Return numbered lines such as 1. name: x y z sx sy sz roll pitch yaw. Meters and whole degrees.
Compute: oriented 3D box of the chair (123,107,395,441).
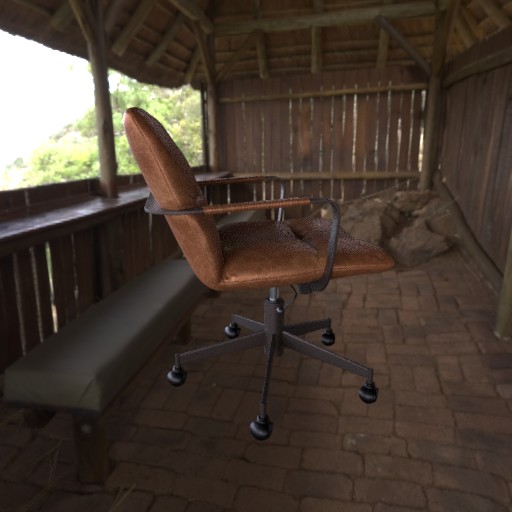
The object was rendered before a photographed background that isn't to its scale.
1. chair: 0.000 0.000 1.486 0.754 0.922 0.727 -3 16 -10
